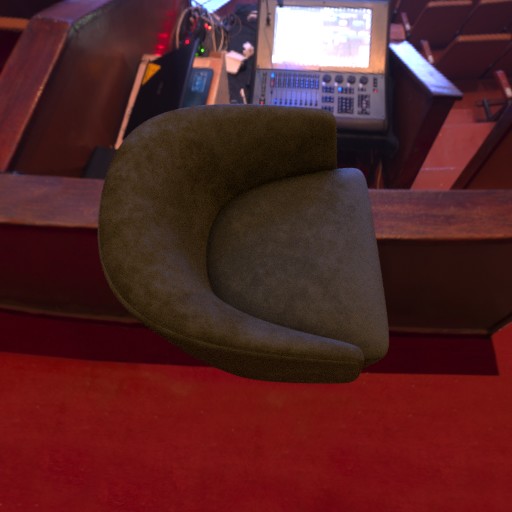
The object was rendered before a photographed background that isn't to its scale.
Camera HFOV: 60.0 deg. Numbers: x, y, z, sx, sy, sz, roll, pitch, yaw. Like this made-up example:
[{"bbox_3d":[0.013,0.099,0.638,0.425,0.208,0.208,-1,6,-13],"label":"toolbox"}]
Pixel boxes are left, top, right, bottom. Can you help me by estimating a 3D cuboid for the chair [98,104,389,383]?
[{"bbox_3d":[0.000,0.000,1.377,0.767,0.698,0.773,0,63,0],"label":"chair"}]
